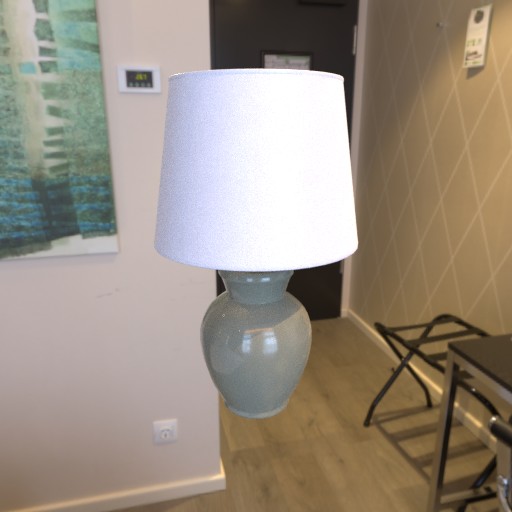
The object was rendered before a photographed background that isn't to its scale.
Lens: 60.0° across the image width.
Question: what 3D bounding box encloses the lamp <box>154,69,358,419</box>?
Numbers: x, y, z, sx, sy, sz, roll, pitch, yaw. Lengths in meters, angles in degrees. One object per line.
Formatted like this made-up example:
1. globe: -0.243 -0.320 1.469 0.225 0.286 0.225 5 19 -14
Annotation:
1. lamp: 0.000 0.000 0.538 0.239 0.399 0.239 0 16 0
